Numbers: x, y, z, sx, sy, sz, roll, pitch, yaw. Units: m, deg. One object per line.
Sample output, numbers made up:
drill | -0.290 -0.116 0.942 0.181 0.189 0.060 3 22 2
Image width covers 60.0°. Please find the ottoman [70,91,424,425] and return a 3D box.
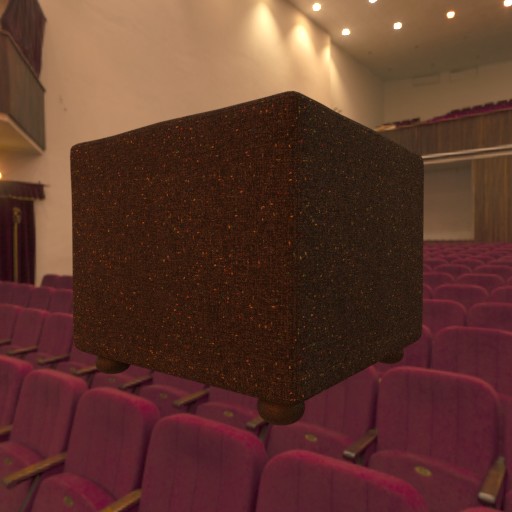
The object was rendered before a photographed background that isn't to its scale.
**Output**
ottoman | 0.000 0.000 0.862 0.508 0.432 0.508 1 2 38
